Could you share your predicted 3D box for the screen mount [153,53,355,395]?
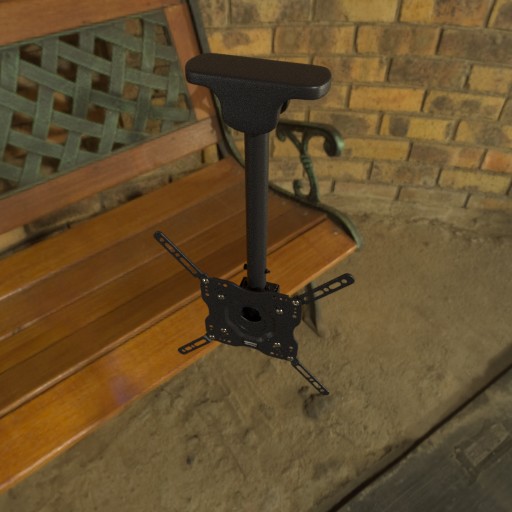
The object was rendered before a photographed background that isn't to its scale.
[{"bbox_3d":[0.000,0.000,0.877,0.393,0.729,0.090,13,45,13],"label":"screen mount"}]
